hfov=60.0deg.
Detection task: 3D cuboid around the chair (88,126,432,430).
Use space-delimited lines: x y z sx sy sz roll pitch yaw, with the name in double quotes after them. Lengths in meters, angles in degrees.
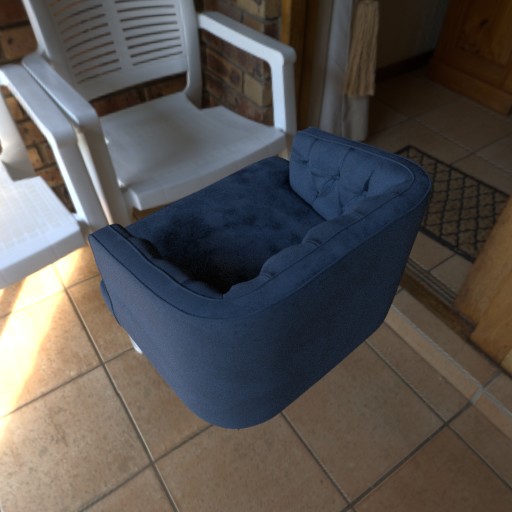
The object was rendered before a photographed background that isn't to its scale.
0.000 0.000 1.801 1.094 0.852 0.940 -32 54 -26 "chair"
